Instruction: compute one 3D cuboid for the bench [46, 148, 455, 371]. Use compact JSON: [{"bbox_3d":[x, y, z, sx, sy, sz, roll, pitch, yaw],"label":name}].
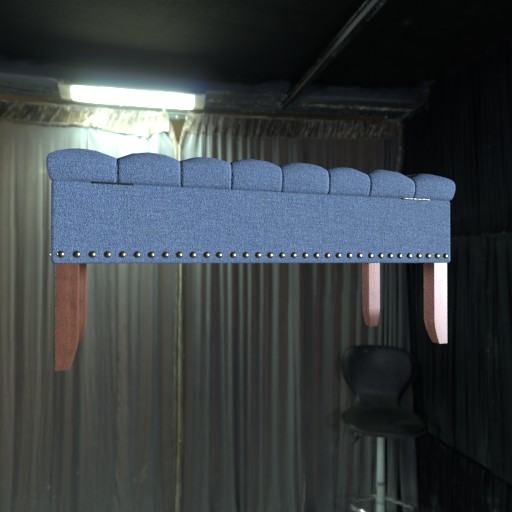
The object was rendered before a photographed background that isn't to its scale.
[{"bbox_3d":[0.000,0.000,1.271,1.052,0.492,0.417,0,-1,-18],"label":"bench"}]
